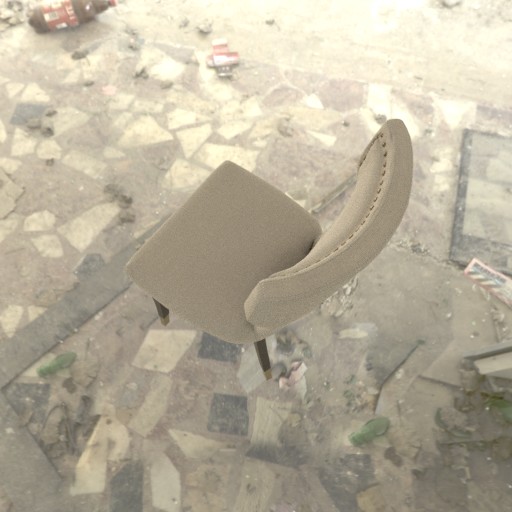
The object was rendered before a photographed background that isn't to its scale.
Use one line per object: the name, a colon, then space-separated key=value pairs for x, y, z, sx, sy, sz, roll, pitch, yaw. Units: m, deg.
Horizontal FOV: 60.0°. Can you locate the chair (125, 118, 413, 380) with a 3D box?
chair: x=0.000 y=0.000 z=1.313 sx=0.630 sy=0.950 sz=0.526 roll=33 pitch=68 yaw=15
